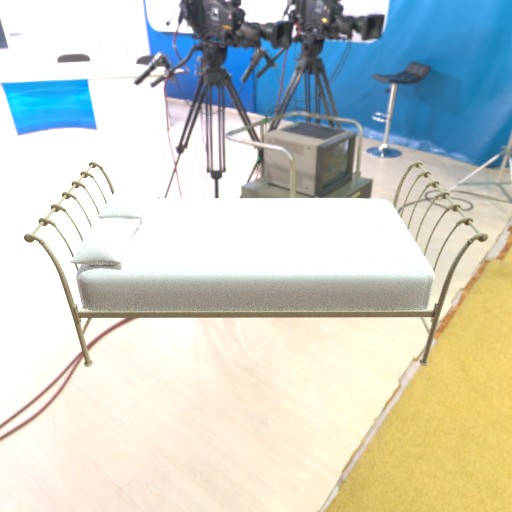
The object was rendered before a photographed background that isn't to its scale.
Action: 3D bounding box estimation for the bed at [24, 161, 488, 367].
[{"bbox_3d":[0.000,0.000,2.761,2.228,0.873,1.032,0,32,0],"label":"bed"}]
